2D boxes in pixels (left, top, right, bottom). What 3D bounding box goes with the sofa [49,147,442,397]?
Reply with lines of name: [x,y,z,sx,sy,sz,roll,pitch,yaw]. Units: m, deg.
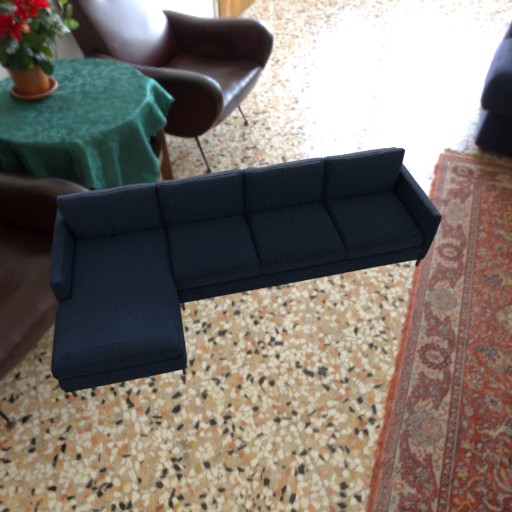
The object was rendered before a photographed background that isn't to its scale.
sofa: [0.000,0.000,2.817,2.450,0.679,1.128,-10,49,-9]
